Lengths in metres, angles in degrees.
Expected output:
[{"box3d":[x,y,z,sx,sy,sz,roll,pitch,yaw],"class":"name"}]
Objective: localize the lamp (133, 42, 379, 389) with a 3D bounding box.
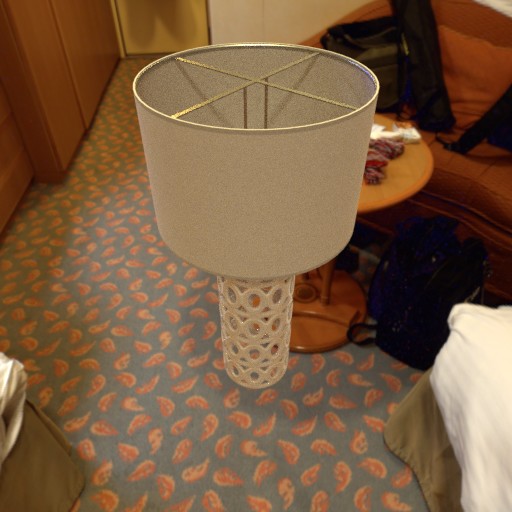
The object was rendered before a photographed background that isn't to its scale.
[{"box3d":[0.000,0.000,0.805,0.324,0.636,0.325,27,48,28],"class":"lamp"}]
